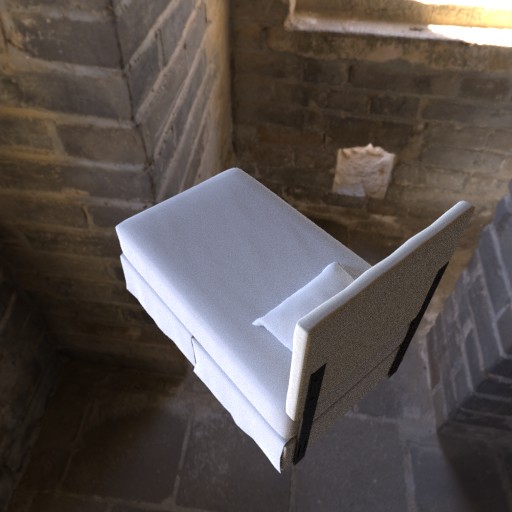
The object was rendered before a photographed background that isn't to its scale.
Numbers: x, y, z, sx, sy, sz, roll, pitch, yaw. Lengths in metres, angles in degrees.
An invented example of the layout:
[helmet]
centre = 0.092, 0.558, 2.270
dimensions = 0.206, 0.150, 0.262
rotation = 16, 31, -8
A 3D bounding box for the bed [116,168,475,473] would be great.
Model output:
[bed]
centre = 0.000, 0.000, 2.969
dimensions = 1.261, 1.571, 1.997
rotation = -32, 55, -26
